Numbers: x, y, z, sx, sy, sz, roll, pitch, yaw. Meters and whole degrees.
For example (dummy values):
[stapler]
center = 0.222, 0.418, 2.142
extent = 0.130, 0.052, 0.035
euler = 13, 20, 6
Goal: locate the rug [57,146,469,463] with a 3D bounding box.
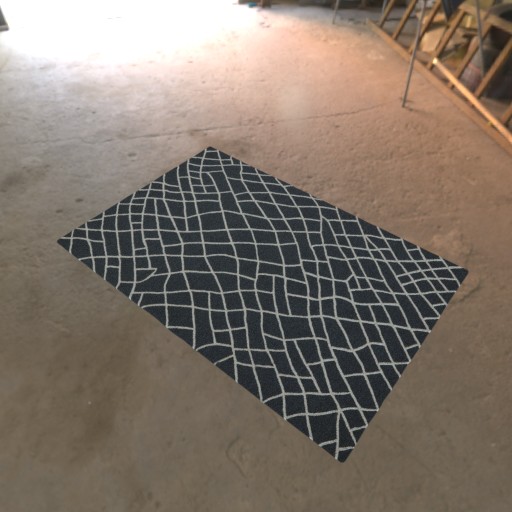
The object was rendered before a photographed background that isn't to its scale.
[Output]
[rug]
center = 0.000, 0.000, 2.343
extent = 1.830, 0.013, 1.223
euler = 31, 54, 26
